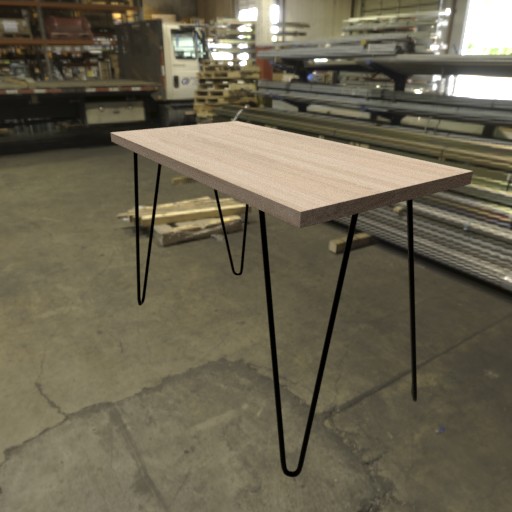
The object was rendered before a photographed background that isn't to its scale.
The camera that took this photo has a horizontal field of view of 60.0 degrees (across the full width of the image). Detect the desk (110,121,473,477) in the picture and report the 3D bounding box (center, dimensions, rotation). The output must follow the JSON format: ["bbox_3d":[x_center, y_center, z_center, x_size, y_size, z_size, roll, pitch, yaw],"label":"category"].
[{"bbox_3d":[0.000,0.000,1.371,0.499,0.660,0.991,-16,29,-31],"label":"desk"}]
